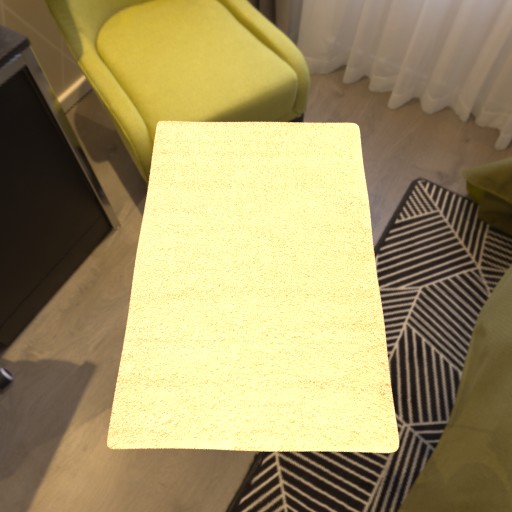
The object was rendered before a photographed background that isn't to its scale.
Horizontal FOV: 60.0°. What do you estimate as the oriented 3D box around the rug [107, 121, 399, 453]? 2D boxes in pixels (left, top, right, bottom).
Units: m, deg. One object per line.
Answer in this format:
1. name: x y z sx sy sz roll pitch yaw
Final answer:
1. rug: 0.000 0.000 3.338 1.798 0.025 2.698 1 62 0
